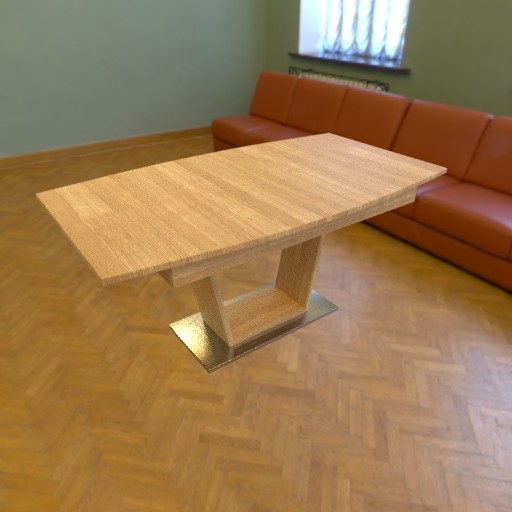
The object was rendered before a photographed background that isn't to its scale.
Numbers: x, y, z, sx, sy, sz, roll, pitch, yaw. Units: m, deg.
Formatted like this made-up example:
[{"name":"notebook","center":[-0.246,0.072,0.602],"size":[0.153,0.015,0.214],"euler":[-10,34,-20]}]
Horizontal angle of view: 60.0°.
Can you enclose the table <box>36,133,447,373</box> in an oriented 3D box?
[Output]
[{"name":"table","center":[0.000,0.000,2.078],"size":[1.598,0.748,0.900],"euler":[-20,35,-30]}]
